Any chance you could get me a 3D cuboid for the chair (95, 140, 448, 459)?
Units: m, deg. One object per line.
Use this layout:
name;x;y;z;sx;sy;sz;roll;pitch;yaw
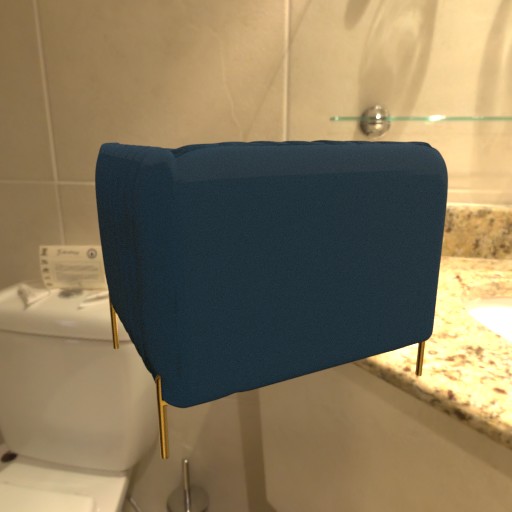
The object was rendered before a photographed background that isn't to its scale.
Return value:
chair;0.000;0.000;1.557;0.947;0.793;0.877;-8;17;-26
